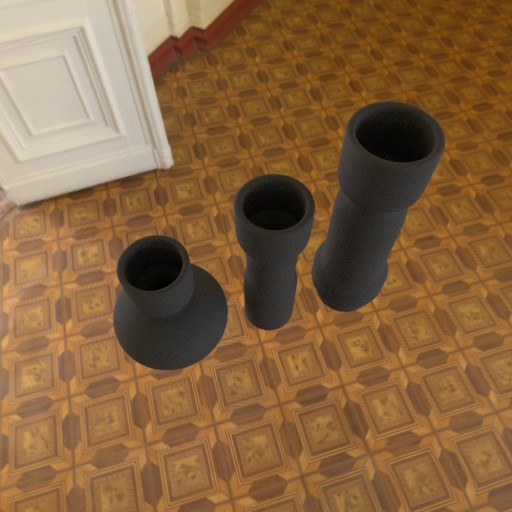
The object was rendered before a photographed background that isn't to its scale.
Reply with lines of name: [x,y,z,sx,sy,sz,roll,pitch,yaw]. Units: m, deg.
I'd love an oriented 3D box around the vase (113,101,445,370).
vase: [0.000,0.000,0.425,0.307,0.249,0.120,-14,58,-9]
